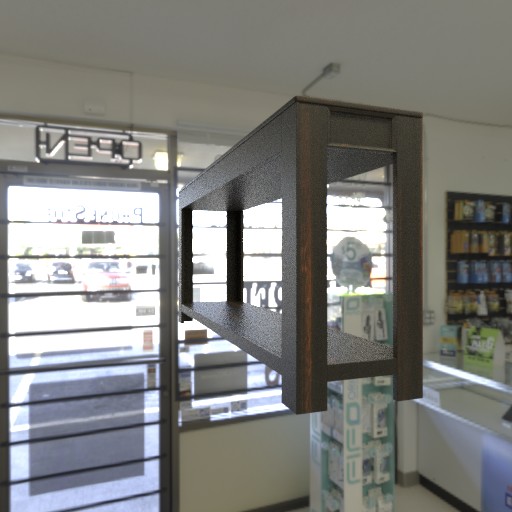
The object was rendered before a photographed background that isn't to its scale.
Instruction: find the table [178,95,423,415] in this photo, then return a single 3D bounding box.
[{"bbox_3d":[0.000,0.000,1.885,0.384,0.762,1.631,0,0,-20],"label":"table"}]
